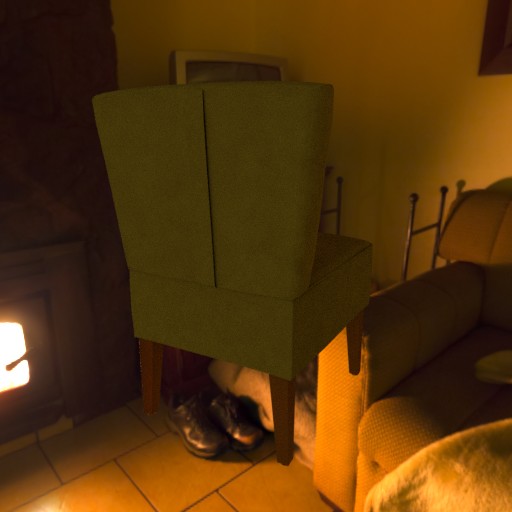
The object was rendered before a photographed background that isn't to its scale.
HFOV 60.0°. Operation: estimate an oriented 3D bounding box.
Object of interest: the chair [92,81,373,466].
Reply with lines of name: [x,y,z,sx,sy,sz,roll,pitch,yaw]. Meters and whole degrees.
chair: [0.000,0.000,1.158,0.521,0.806,0.554,8,18,27]
